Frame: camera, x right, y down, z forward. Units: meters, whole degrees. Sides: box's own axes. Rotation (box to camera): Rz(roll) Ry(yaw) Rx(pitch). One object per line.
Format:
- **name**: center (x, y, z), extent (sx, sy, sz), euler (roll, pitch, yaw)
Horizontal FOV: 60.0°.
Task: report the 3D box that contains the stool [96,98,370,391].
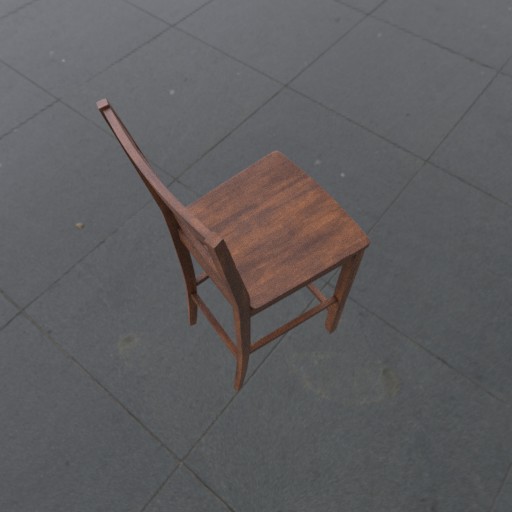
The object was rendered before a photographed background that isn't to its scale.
- **stool**: center (0.000, 0.000, 1.334), extent (0.504, 1.098, 0.426), euler (-32, 64, -18)
